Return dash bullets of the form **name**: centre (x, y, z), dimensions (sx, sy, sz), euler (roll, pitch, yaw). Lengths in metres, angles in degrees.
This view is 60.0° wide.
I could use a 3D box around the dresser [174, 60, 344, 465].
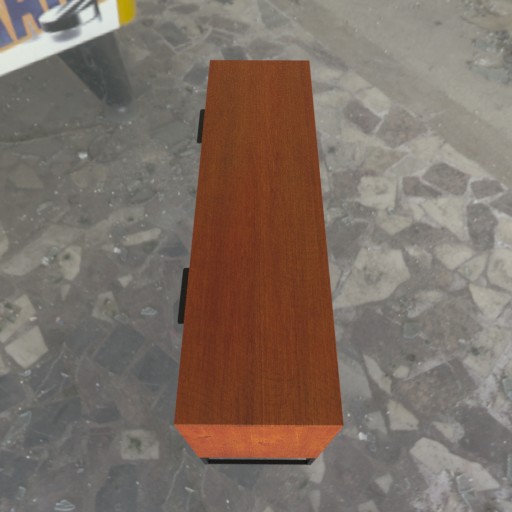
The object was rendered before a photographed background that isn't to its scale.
- **dresser**: centre (0.000, 0.000, 1.896), dimensions (0.464, 0.810, 1.536), euler (0, 58, 0)
